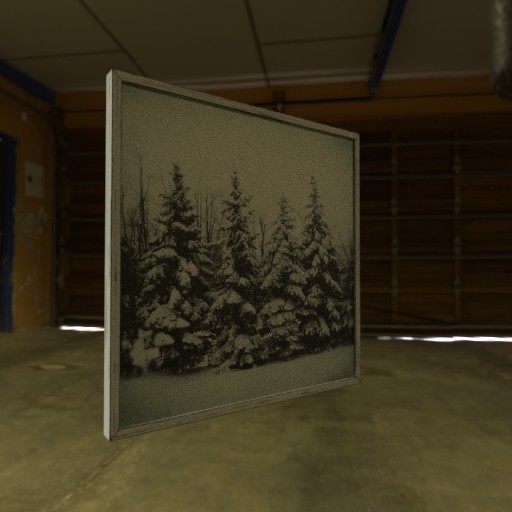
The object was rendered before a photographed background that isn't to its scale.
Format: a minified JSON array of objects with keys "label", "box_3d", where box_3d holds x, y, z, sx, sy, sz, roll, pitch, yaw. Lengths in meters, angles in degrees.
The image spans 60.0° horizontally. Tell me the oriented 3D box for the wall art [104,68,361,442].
[{"label":"wall art","box_3d":[0.000,0.000,1.142,0.761,0.761,0.037,1,-2,-36]}]
